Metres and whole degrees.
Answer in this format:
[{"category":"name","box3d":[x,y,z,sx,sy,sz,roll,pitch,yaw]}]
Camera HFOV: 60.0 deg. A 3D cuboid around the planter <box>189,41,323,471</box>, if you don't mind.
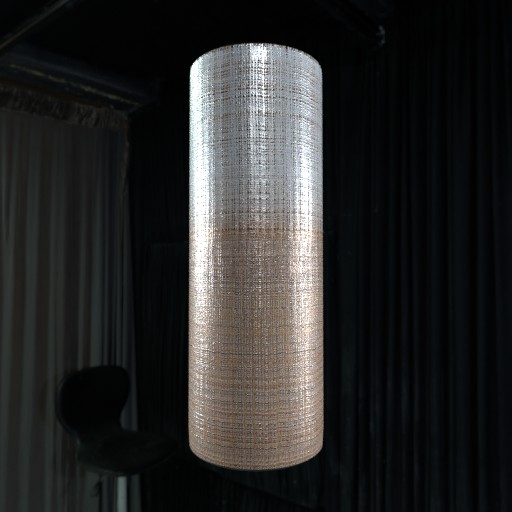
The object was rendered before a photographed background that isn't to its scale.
[{"category":"planter","box3d":[0.000,0.000,0.333,0.099,0.278,0.099,-1,-2,35]}]
